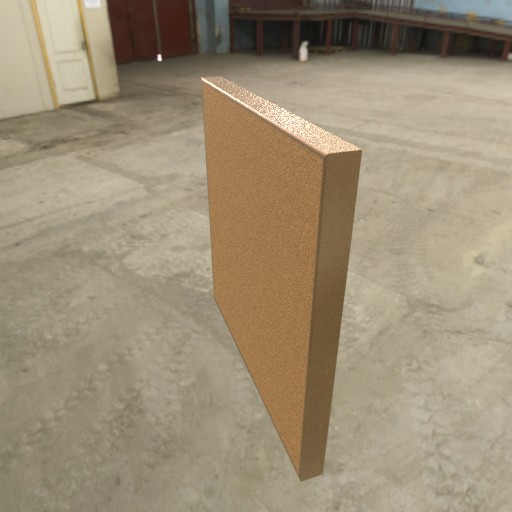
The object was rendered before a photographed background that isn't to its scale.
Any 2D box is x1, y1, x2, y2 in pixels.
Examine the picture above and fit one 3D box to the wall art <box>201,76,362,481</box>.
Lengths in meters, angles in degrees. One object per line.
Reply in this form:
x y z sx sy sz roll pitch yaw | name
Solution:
0.000 0.000 0.764 0.038 0.511 0.513 -10 31 -17 | wall art
